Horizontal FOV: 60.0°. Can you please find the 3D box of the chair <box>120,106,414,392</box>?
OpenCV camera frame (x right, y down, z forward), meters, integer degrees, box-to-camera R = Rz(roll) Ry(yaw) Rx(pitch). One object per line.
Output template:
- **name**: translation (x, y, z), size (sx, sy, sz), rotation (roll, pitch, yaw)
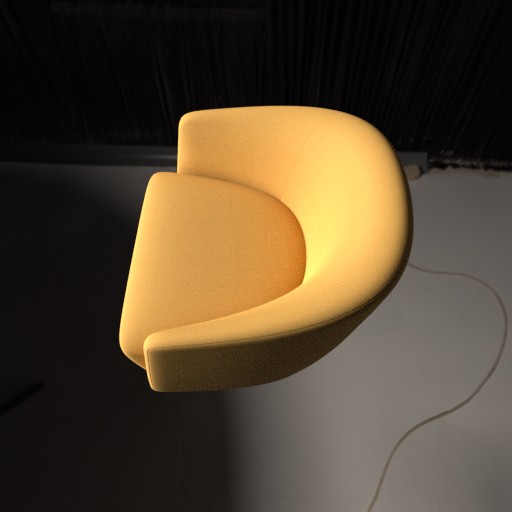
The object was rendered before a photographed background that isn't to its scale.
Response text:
- **chair**: translation (0.000, 0.000, 1.374), size (0.767, 0.698, 0.773), rotation (1, 58, 1)
